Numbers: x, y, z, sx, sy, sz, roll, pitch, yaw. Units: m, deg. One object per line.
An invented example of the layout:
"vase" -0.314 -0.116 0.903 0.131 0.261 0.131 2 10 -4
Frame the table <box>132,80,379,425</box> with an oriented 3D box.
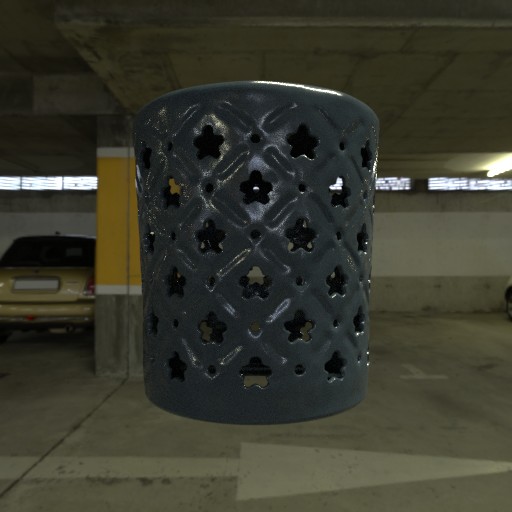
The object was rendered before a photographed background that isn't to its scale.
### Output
"table" 0.000 0.000 0.652 0.352 0.387 0.352 0 -1 0
